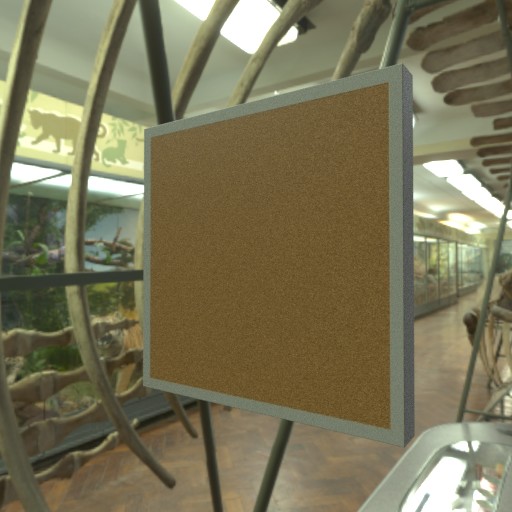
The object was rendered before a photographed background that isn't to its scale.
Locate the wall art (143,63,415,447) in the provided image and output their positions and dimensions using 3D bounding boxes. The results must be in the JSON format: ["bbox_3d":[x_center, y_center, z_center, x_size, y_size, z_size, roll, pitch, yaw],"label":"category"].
[{"bbox_3d":[0.000,0.000,0.599,0.406,0.406,0.038,-1,-1,35],"label":"wall art"}]
